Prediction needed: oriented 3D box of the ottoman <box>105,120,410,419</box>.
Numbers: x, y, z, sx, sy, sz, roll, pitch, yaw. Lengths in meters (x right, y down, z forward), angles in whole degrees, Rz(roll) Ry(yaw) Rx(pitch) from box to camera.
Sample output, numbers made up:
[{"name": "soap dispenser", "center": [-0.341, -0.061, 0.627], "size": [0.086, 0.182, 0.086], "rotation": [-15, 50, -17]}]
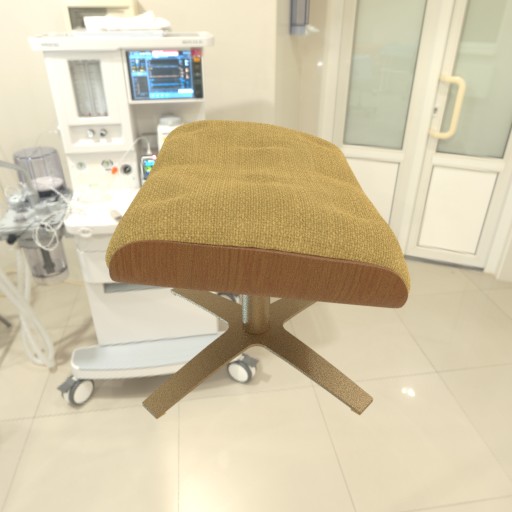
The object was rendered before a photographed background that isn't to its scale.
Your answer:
[{"name": "ottoman", "center": [0.000, 0.000, 0.805], "size": [0.394, 0.391, 0.520], "rotation": [-1, 30, -1]}]
